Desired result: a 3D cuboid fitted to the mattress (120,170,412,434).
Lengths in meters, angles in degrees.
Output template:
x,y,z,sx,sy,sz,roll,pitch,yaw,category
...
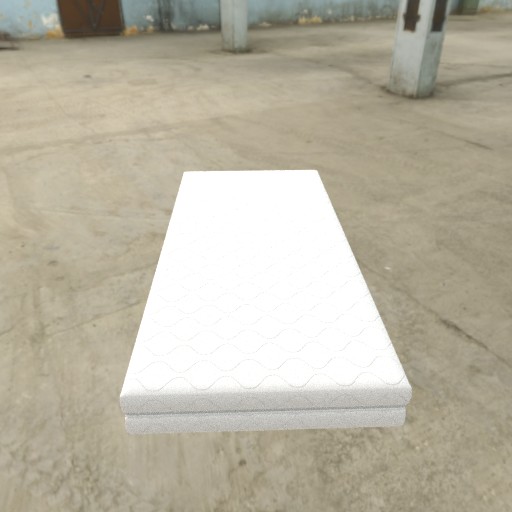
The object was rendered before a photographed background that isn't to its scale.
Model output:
x,y,z,sx,sy,sz,roll,pitch,yaw,category
0.000,0.000,2.198,0.900,0.200,1.900,-1,31,-2,mattress
